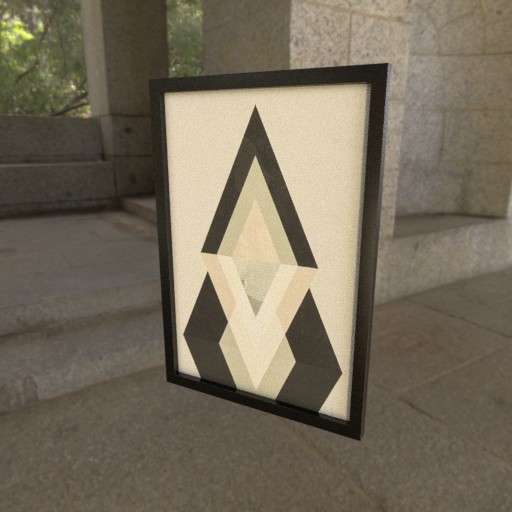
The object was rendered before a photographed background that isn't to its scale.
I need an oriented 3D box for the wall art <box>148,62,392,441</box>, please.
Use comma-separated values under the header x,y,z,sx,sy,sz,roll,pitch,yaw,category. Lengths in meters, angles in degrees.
x,y,z,sx,sy,sz,roll,pitch,yaw,category
0.000,0.000,0.591,0.314,0.455,0.019,8,17,26,wall art
